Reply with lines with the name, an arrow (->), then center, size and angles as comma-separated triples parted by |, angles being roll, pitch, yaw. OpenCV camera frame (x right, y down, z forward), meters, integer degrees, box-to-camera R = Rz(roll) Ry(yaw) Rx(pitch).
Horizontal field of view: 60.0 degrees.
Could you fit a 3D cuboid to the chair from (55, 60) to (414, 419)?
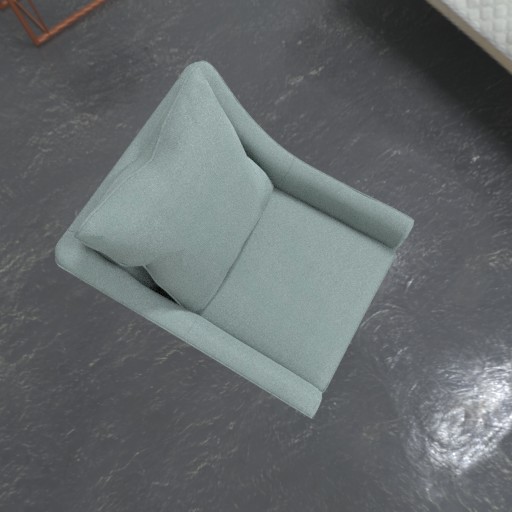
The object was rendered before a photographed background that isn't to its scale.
chair -> 0.000, 0.000, 1.559 | 0.870, 0.926, 0.760 | 29, 77, 8
